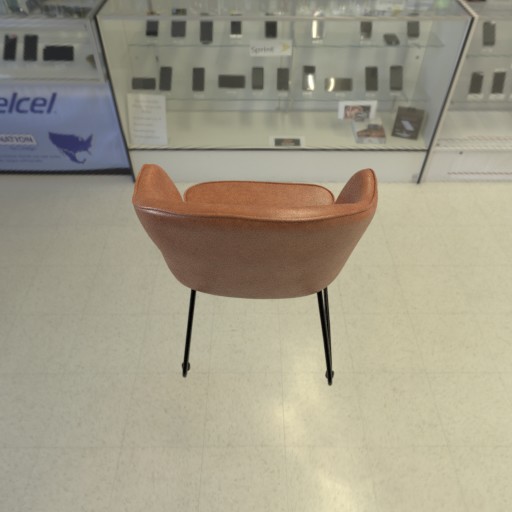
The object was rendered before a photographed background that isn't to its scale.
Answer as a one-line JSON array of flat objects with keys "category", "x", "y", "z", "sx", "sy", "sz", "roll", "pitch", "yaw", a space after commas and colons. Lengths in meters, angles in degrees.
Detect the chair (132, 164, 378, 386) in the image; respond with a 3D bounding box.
[{"category": "chair", "x": 0.000, "y": 0.000, "z": 1.213, "sx": 0.582, "sy": 0.785, "sz": 0.580, "roll": 2, "pitch": 46, "yaw": 2}]
